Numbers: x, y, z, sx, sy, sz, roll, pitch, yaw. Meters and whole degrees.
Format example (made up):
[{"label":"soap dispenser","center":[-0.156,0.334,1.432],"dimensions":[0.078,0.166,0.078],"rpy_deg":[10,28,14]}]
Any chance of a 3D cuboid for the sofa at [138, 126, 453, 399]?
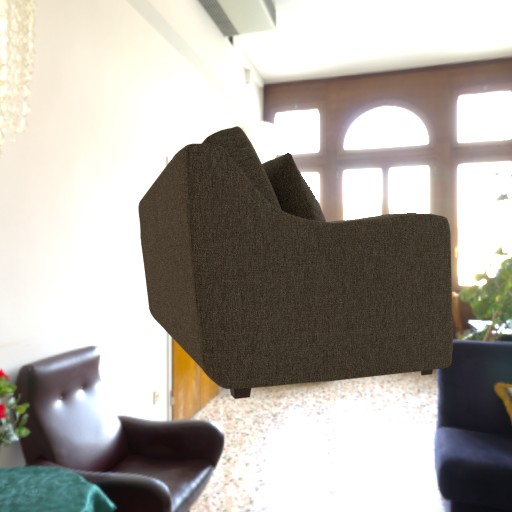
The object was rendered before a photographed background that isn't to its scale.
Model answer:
[{"label":"sofa","center":[0.000,0.000,2.417],"dimensions":[1.120,0.991,1.778],"rpy_deg":[0,0,-20]}]
